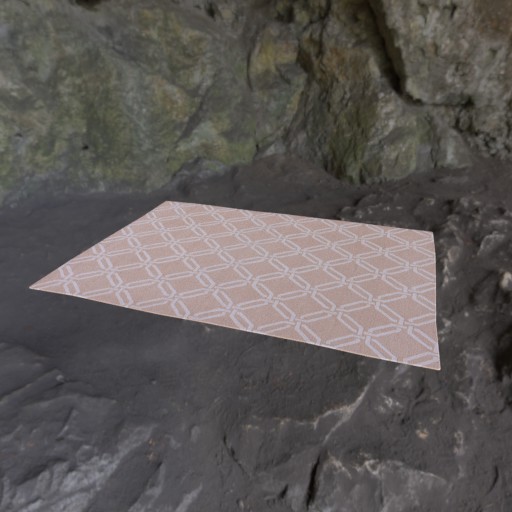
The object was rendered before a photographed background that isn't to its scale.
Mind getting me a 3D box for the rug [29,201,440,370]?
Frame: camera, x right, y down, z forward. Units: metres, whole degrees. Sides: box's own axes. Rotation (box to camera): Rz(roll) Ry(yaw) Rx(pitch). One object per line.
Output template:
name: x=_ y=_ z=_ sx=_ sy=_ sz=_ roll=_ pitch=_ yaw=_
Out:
rug: x=0.000 y=0.000 z=4.387 sx=3.365 sy=0.020 sz=2.452 roll=8 pitch=27 yaw=17
